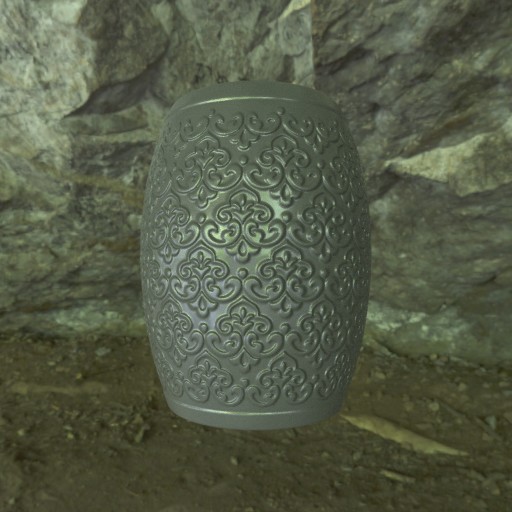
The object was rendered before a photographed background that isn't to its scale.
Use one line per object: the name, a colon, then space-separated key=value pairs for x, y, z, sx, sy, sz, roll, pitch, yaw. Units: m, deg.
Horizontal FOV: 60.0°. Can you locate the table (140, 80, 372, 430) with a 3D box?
table: x=0.000 y=0.000 z=0.612 sx=0.309 sy=0.397 sz=0.309 roll=0 pitch=-2 yaw=0
